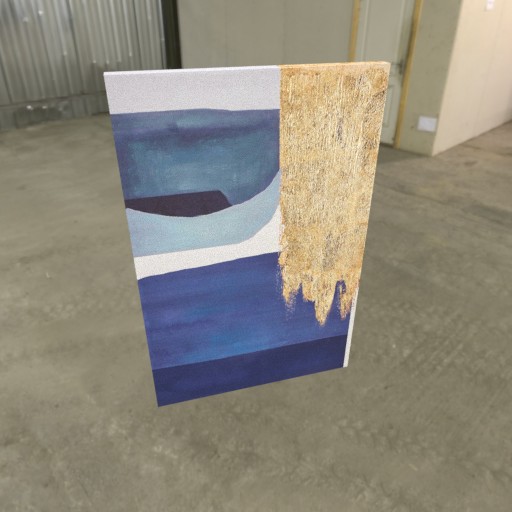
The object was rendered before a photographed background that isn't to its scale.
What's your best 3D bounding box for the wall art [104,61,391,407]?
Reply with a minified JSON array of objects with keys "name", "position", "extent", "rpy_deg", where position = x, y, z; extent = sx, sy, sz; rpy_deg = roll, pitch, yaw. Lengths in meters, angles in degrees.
[{"name":"wall art","position":[0.000,0.000,1.154],"extent":[0.607,0.911,0.039],"rpy_deg":[-8,32,-14]}]
